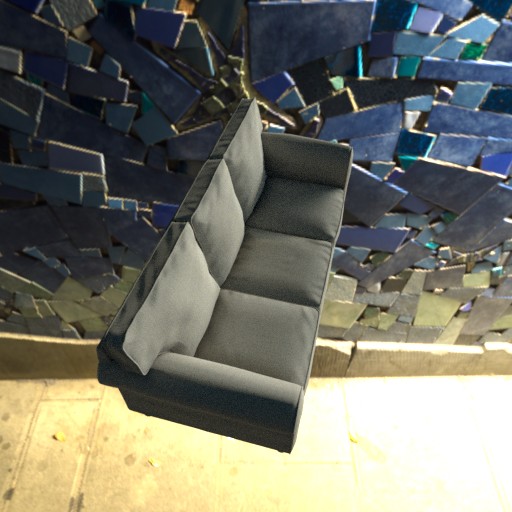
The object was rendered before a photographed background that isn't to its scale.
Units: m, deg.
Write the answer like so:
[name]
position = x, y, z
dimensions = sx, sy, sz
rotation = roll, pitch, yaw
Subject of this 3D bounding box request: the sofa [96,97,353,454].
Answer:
[sofa]
position = 0.000, 0.000, 2.655
dimensions = 0.916, 0.961, 2.084
rotation = 11, 48, 10
